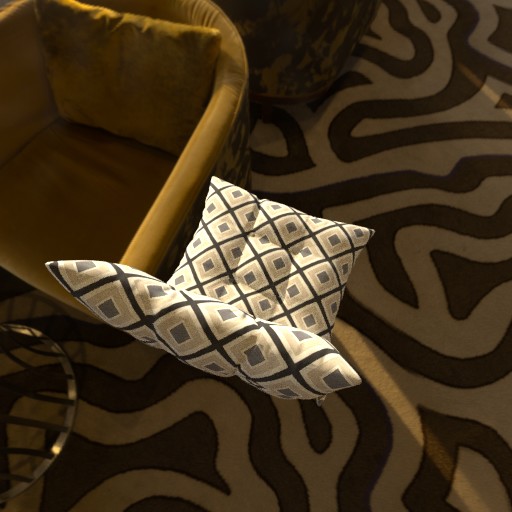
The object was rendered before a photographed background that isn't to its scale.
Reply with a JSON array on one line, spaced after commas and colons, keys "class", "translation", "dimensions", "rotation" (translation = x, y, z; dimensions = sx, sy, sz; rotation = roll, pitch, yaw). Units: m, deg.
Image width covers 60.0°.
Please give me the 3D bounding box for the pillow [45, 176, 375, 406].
[{"class": "pillow", "translation": [0.000, 0.000, 0.981], "dimensions": [0.541, 0.536, 0.585], "rotation": [19, 66, 9]}]
